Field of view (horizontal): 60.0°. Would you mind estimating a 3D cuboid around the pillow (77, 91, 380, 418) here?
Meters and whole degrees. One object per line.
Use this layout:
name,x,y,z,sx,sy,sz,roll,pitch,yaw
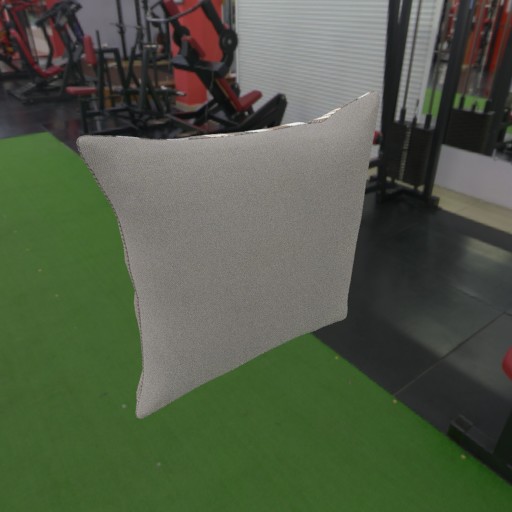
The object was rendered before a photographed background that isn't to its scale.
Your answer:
pillow,0.000,0.000,0.622,0.416,0.401,0.173,-19,35,-29
